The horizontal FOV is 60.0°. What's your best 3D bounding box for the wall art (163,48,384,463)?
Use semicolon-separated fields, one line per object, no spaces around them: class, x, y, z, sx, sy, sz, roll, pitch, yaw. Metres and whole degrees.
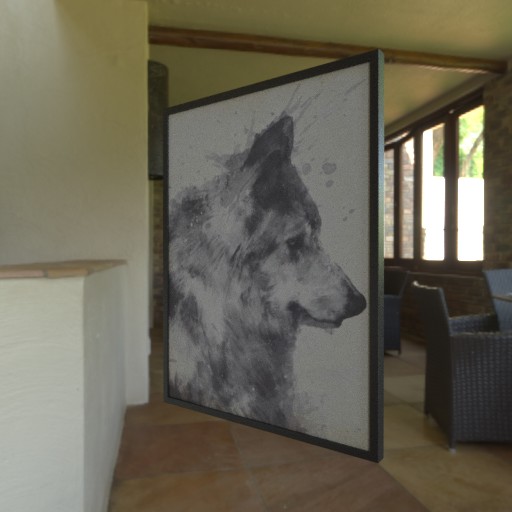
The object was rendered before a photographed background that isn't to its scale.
wall art;0.000;0.000;1.385;0.804;1.061;0.039;0;0;36
